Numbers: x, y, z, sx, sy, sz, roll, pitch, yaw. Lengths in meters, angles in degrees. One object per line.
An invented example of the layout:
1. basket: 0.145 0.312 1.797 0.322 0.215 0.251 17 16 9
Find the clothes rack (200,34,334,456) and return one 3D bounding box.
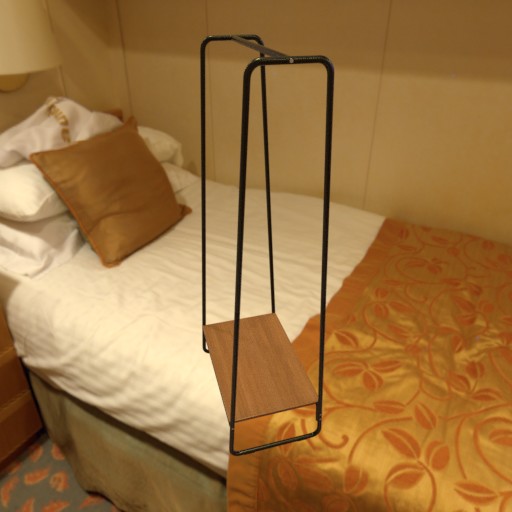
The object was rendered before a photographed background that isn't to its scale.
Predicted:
1. clothes rack: 0.000 0.000 1.727 0.400 1.500 0.640 -8 32 -14
